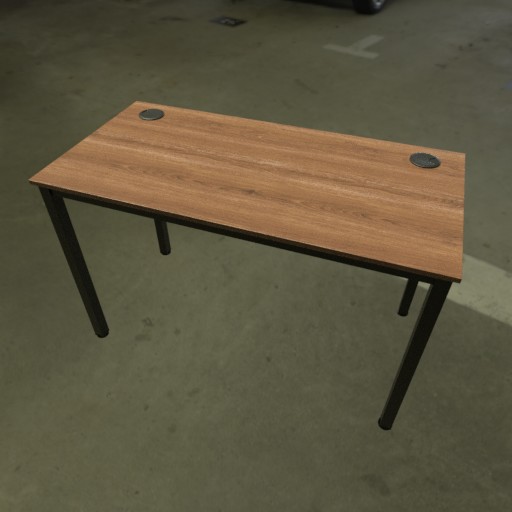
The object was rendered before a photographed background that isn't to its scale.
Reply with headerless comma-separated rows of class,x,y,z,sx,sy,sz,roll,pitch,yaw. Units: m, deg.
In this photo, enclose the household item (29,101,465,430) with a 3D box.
household item,0.000,0.000,1.601,1.200,0.750,0.600,14,44,15
